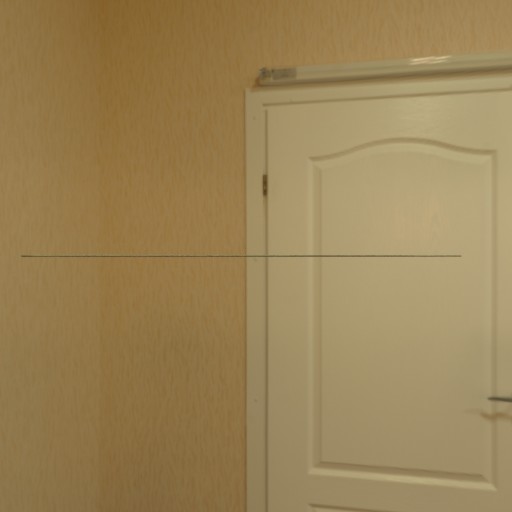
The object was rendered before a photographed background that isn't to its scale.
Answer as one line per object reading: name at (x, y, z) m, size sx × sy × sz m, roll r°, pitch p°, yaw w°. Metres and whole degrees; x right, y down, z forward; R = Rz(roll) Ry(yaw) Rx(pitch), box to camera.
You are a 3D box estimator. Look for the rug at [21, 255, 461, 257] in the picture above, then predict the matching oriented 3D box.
rug at (0.000, 0.000, 2.508) m, size 2.275 × 0.009 × 0.684 m, roll 0°, pitch 0°, yaw -19°
